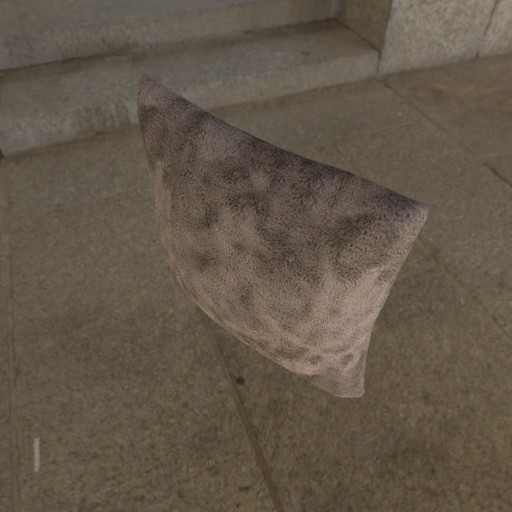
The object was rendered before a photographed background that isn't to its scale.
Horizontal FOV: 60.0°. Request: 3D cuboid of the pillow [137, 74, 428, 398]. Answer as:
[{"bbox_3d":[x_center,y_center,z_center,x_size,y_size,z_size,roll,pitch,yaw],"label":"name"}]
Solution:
[{"bbox_3d":[0.000,0.000,0.803,0.522,0.520,0.204,31,55,25],"label":"pillow"}]
